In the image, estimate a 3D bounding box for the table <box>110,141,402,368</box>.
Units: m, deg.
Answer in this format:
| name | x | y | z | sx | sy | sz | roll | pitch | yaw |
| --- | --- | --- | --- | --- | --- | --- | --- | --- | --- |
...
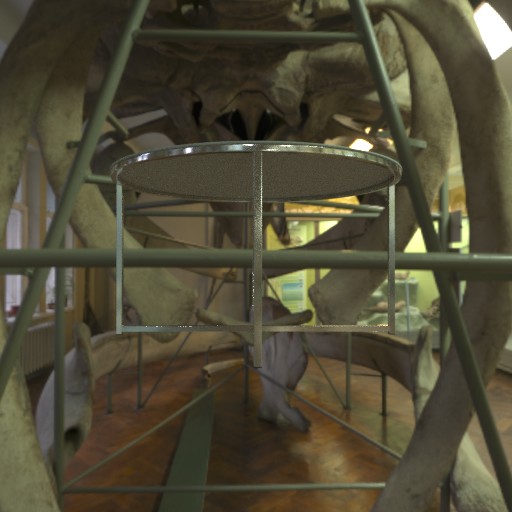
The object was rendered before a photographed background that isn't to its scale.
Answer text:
| name | x | y | z | sx | sy | sz | roll | pitch | yaw |
| --- | --- | --- | --- | --- | --- | --- | --- | --- | --- |
| table | 0.000 | 0.000 | 1.275 | 0.800 | 0.450 | 0.800 | 0 | 0 | 0 |
